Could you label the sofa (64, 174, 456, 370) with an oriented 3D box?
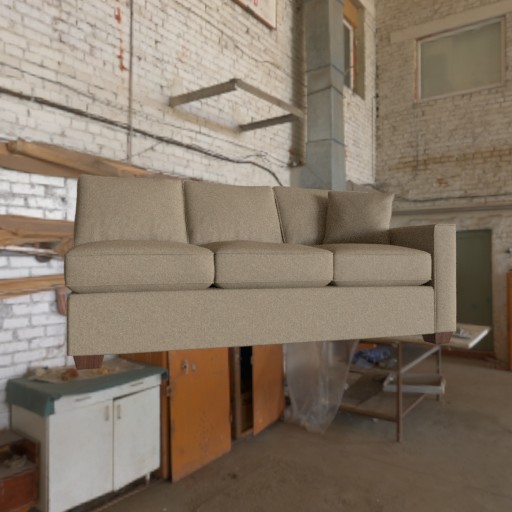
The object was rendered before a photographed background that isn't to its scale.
[{"bbox_3d":[0.000,0.000,2.530,1.963,0.946,1.034,0,-1,-18],"label":"sofa"}]
